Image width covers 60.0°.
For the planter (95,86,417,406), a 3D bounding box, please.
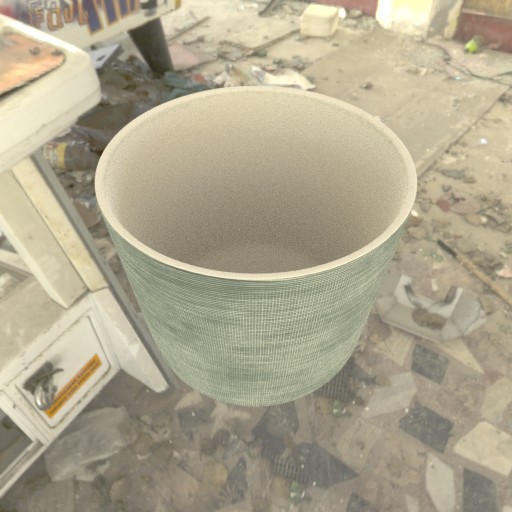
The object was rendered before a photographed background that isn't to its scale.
[{"bbox_3d":[0.000,0.000,0.766,0.440,0.398,0.440,0,47,0],"label":"planter"}]
